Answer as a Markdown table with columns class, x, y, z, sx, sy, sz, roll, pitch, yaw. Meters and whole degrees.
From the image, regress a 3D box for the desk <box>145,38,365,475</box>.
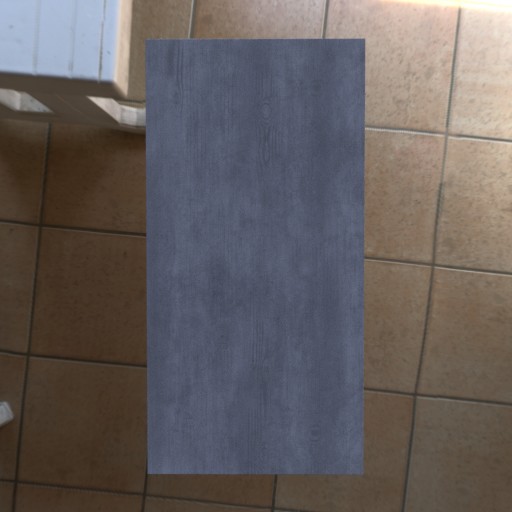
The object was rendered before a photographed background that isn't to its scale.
| class | x | y | z | sx | sy | sz | roll | pitch | yaw |
| --- | --- | --- | --- | --- | --- | --- | --- | --- | --- |
| desk | 0.000 | 0.000 | 1.590 | 0.600 | 0.740 | 1.200 | 0 | 91 | 0 |
